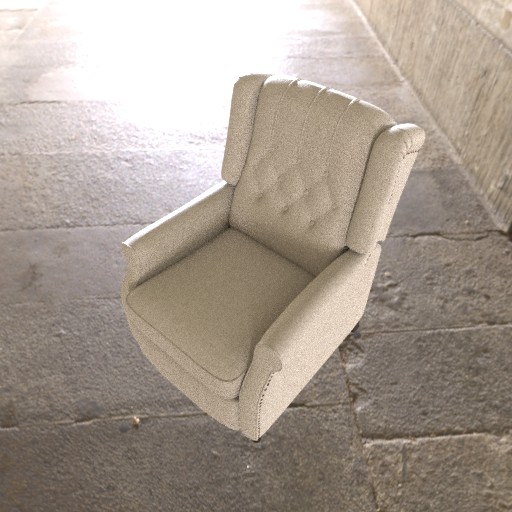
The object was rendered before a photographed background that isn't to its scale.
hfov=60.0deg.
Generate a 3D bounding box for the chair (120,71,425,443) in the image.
[{"bbox_3d":[0.000,0.000,1.633,0.742,1.035,0.902,32,54,27],"label":"chair"}]
